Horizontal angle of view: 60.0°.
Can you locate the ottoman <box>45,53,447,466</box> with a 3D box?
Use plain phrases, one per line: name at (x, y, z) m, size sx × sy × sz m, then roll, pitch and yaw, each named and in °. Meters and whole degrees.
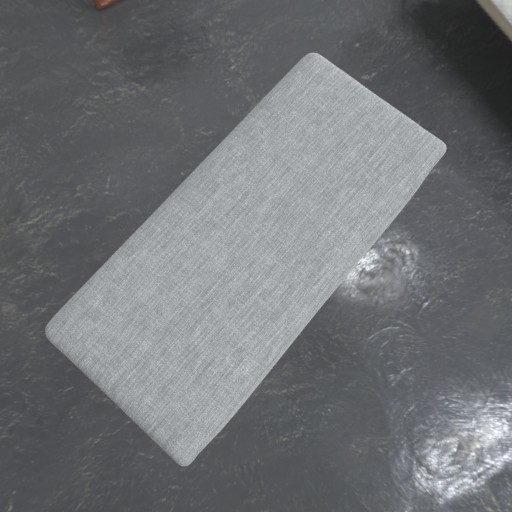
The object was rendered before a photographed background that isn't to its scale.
ottoman at (0.000, 0.000, 1.127) m, size 0.419 × 0.432 × 0.902 m, roll 40°, pitch 79°, yaw 9°
